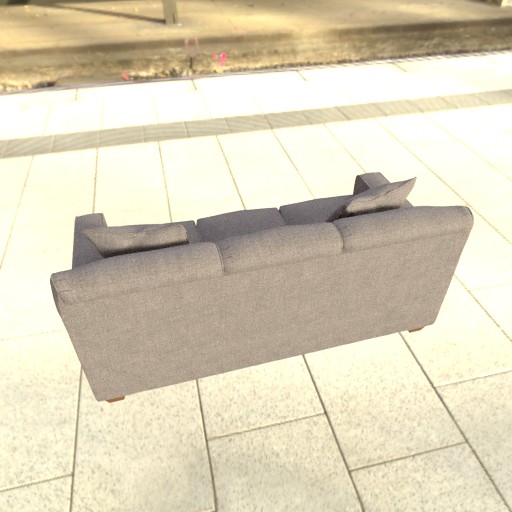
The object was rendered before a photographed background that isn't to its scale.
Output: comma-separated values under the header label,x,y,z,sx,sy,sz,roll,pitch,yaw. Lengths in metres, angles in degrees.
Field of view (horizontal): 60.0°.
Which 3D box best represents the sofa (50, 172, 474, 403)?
label,x,y,z,sx,sy,sz,roll,pitch,yaw
sofa,0.000,0.000,2.617,2.024,0.958,0.997,-10,41,-12
